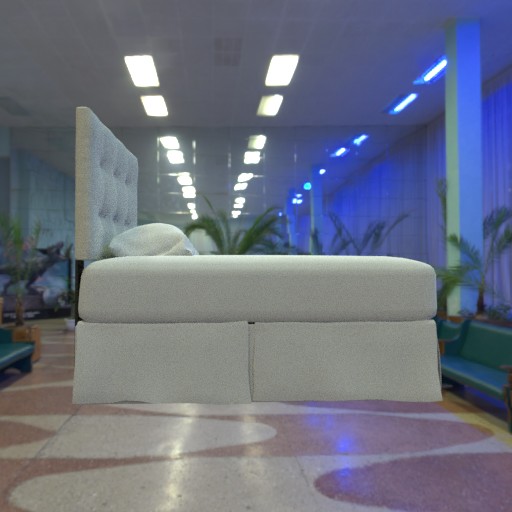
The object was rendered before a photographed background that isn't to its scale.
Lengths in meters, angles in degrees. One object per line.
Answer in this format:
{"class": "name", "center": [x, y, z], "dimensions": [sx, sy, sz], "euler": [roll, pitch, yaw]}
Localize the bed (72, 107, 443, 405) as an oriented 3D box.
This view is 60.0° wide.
{"class": "bed", "center": [0.000, 0.000, 2.934], "dimensions": [1.997, 1.571, 1.261], "euler": [0, -1, -3]}
